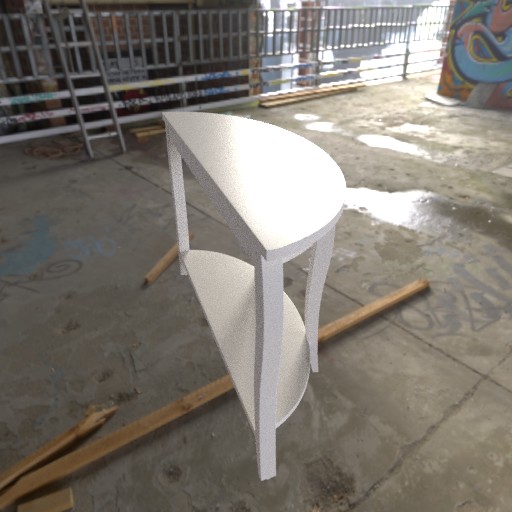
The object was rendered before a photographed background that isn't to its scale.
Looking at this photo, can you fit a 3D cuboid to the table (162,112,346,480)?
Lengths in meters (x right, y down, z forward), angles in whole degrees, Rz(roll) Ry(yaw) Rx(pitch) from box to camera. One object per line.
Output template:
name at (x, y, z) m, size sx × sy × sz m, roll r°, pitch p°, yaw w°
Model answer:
table at (0.000, 0.000, 1.594) m, size 0.394 × 0.780 × 1.219 m, roll -10°, pitch 32°, yaw -17°
